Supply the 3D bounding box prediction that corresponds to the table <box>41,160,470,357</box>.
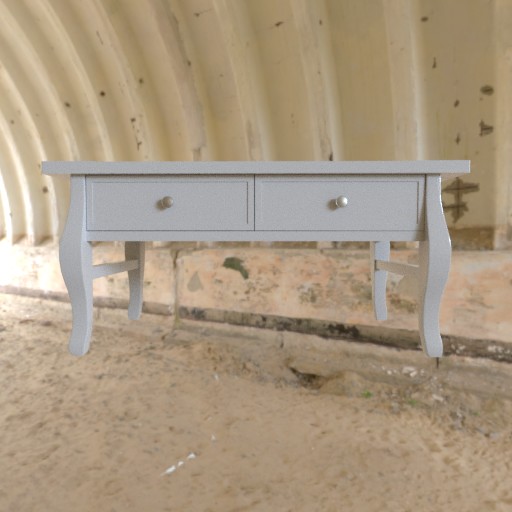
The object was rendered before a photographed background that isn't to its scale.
[{"bbox_3d":[0.000,0.000,1.398,1.062,0.495,0.600,0,2,1],"label":"table"}]
